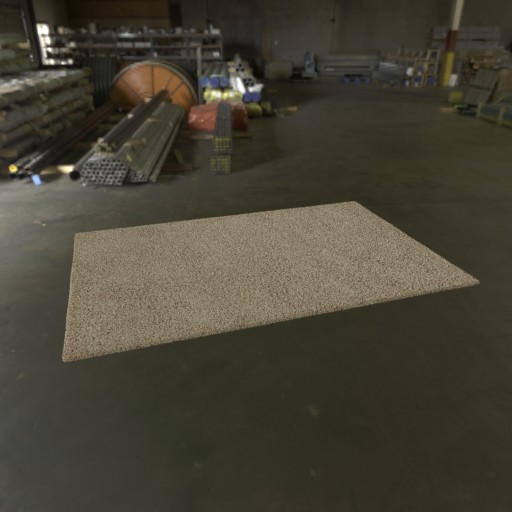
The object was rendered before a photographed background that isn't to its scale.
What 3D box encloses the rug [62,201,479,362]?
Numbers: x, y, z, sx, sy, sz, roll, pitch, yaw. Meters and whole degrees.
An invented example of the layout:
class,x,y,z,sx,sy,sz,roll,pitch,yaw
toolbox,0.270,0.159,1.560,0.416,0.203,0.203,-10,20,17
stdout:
class,x,y,z,sx,sy,sz,roll,pitch,yaw
rug,0.000,0.000,3.491,2.743,0.030,1.778,-8,28,-16
